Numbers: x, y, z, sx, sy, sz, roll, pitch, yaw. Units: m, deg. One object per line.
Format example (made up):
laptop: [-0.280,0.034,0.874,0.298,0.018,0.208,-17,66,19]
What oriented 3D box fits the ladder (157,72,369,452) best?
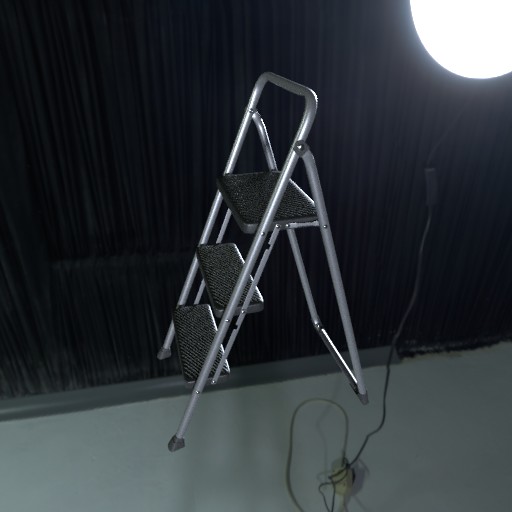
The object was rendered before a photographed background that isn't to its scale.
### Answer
ladder: [0.000,0.000,1.271,0.629,0.945,0.430,-8,30,-13]
